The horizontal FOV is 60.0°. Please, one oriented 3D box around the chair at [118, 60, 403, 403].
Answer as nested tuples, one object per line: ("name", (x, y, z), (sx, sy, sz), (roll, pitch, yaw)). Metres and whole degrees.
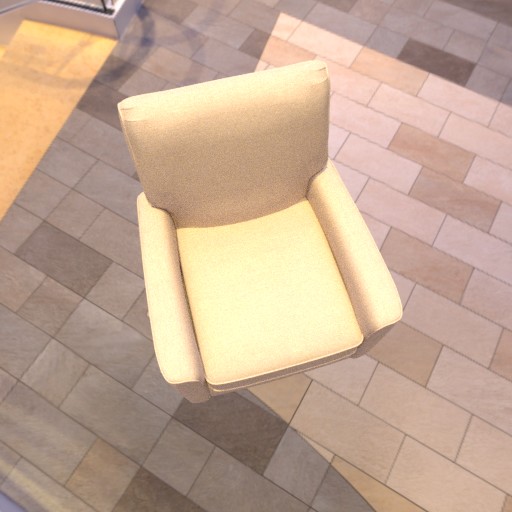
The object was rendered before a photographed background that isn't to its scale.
("chair", (0.000, 0.000, 1.672), (0.841, 1.023, 0.858), (-14, 66, -6))
